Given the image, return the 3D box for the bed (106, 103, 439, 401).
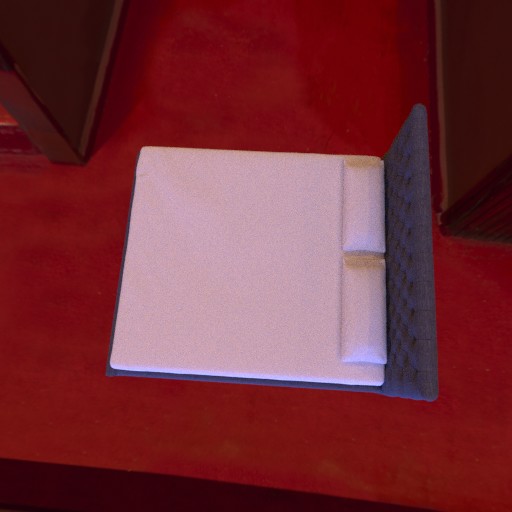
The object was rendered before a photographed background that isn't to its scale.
[{"bbox_3d":[0.000,0.000,3.640,2.387,1.427,2.078,3,75,1],"label":"bed"}]
